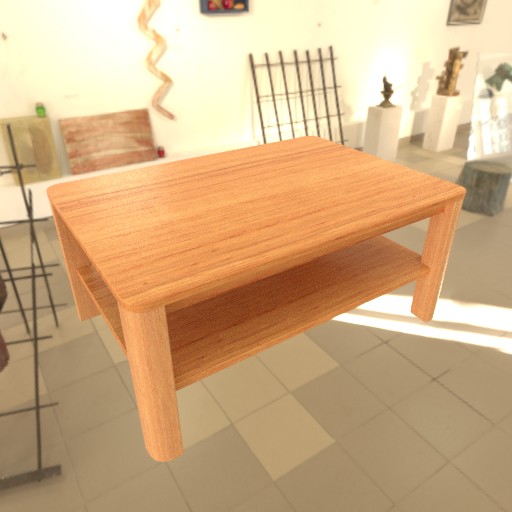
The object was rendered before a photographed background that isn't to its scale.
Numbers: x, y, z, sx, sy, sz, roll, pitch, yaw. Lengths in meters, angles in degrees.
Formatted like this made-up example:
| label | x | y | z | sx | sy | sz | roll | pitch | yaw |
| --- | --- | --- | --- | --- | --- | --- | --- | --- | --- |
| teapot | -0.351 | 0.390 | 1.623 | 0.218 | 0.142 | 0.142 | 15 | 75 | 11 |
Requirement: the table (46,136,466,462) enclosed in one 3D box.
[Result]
| label | x | y | z | sx | sy | sz | roll | pitch | yaw |
| --- | --- | --- | --- | --- | --- | --- | --- | --- | --- |
| table | 0.000 | 0.000 | 1.366 | 0.997 | 0.445 | 0.696 | -19 | 35 | -29 |
